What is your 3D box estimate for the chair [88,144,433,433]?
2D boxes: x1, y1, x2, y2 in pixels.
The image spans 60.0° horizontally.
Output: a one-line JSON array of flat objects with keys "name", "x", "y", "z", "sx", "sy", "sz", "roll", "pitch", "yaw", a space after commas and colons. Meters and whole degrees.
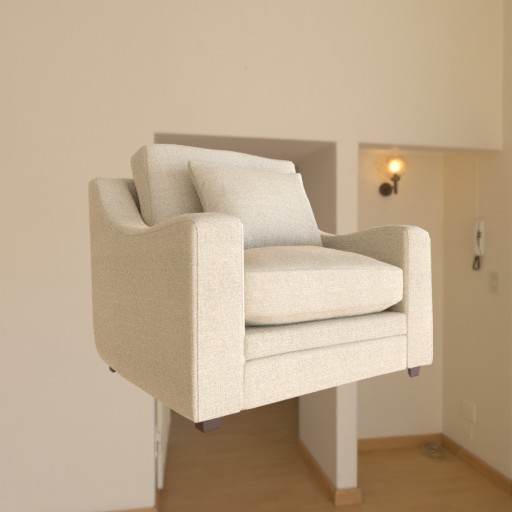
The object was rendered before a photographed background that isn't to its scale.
[{"name": "chair", "x": 0.000, "y": 0.000, "z": 1.945, "sx": 1.178, "sy": 1.016, "sz": 1.009, "roll": 0, "pitch": 0, "yaw": -36}]
